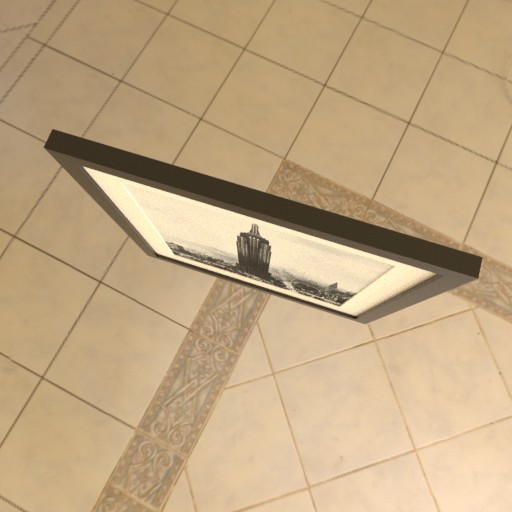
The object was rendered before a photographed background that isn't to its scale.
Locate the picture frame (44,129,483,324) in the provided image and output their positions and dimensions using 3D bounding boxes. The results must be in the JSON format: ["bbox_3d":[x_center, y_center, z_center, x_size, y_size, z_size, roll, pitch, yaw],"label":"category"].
[{"bbox_3d":[0.000,0.000,0.817,0.559,0.557,0.029,17,76,4],"label":"picture frame"}]
